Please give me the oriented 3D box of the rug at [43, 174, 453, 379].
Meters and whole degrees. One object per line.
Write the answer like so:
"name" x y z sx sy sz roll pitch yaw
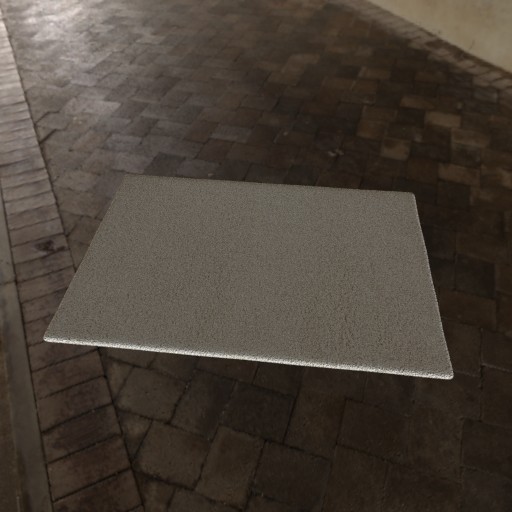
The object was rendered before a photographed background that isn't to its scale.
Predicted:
"rug" 0.000 0.000 2.317 1.778 0.030 1.219 4 47 4
